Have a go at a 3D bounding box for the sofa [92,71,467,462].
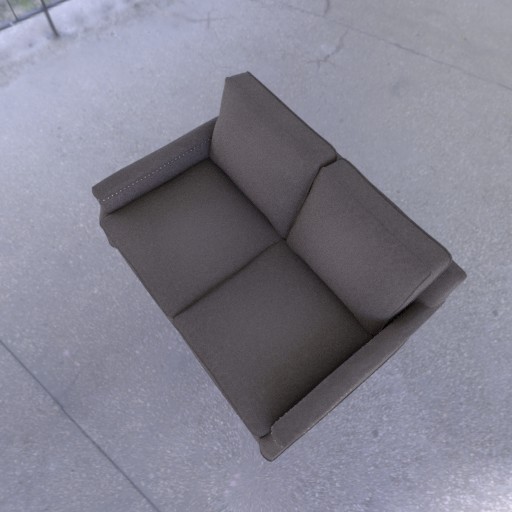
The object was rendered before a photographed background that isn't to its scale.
[{"bbox_3d":[0.000,0.000,2.264,1.084,1.003,1.597,-35,69,-16],"label":"sofa"}]
